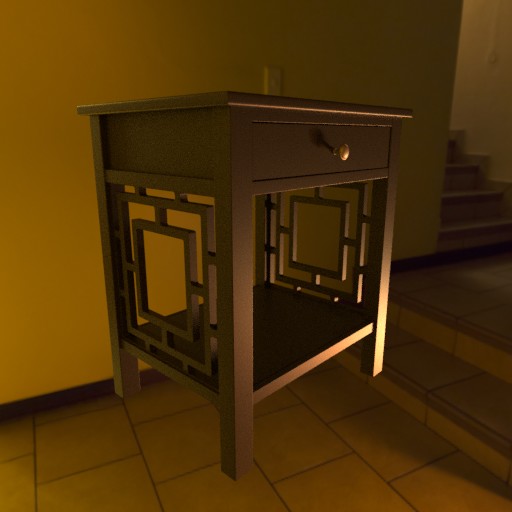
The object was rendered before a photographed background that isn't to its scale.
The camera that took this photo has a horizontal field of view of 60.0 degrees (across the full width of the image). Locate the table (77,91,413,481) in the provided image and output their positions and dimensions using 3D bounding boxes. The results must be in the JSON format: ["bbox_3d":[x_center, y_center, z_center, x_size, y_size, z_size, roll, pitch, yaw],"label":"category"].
[{"bbox_3d":[0.000,0.000,1.013,0.451,0.646,0.564,14,20,42],"label":"table"}]
